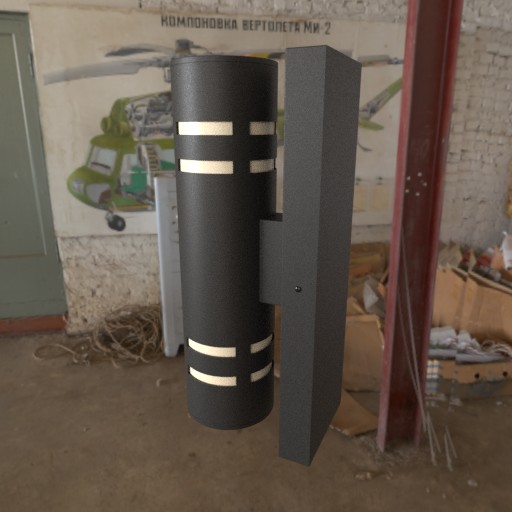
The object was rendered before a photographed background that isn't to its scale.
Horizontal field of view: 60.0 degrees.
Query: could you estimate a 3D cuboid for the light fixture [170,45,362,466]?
[{"bbox_3d":[0.000,0.000,0.407,0.149,0.330,0.105,8,18,24],"label":"light fixture"}]
